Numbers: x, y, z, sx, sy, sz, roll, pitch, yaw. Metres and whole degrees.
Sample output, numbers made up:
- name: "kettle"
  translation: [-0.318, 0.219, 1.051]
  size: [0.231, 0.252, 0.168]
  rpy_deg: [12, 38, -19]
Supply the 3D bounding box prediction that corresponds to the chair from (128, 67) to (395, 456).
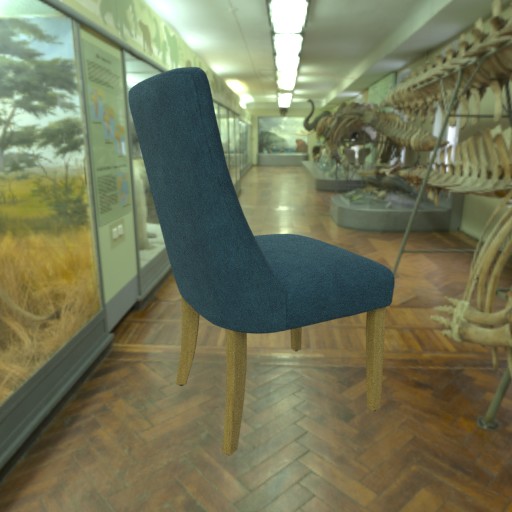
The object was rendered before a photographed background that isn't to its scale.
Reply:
- name: "chair"
  translation: [0.000, 0.000, 1.241]
  size: [0.609, 0.902, 0.495]
  rpy_deg: [-7, 16, -26]
